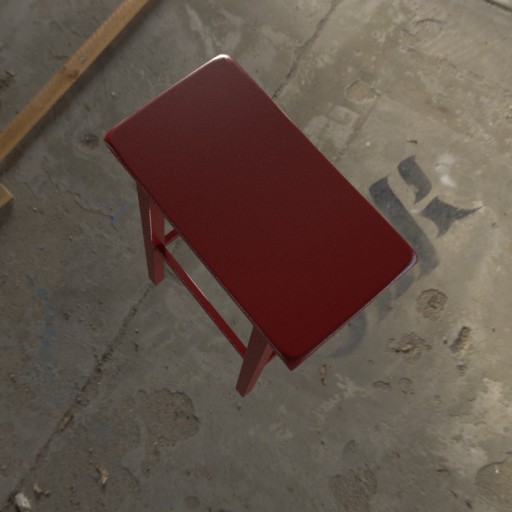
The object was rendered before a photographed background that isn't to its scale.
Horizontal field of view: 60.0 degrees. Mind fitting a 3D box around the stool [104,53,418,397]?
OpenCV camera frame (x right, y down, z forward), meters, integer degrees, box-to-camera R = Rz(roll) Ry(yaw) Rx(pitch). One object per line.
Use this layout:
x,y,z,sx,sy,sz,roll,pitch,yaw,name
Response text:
0.000,0.000,0.999,0.476,0.737,0.457,-39,79,-9,stool
